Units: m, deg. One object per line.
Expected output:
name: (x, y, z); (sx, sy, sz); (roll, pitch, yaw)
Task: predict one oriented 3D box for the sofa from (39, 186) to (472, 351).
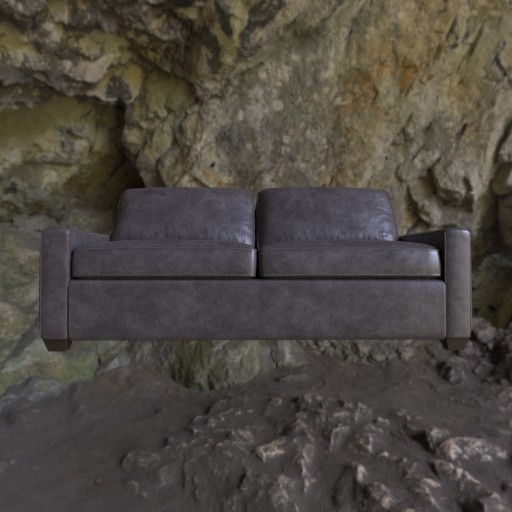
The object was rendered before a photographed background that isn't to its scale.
sofa: (0.000, 0.000, 2.560); (2.081, 0.916, 0.939); (0, -1, -1)
